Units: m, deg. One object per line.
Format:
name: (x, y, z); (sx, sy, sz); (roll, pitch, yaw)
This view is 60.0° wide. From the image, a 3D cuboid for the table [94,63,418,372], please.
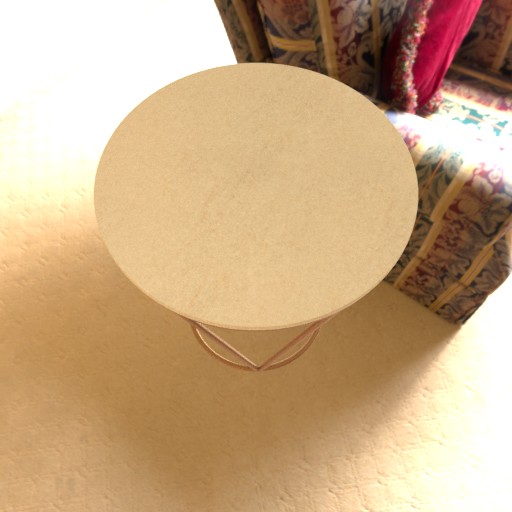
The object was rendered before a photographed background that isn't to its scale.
table: (0.000, 0.000, 0.941); (0.500, 0.564, 0.500); (0, 63, 0)
